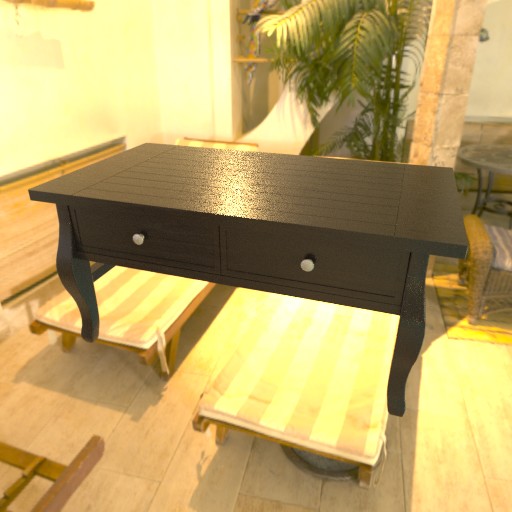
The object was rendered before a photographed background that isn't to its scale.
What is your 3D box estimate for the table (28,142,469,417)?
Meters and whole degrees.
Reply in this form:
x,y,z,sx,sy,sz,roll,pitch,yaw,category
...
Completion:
x,y,z,sx,sy,sz,roll,pitch,yaw,category
0.000,0.000,1.362,1.062,0.494,0.600,9,28,17,table
